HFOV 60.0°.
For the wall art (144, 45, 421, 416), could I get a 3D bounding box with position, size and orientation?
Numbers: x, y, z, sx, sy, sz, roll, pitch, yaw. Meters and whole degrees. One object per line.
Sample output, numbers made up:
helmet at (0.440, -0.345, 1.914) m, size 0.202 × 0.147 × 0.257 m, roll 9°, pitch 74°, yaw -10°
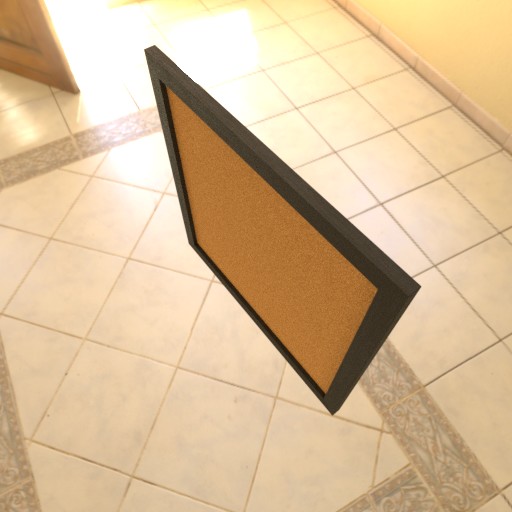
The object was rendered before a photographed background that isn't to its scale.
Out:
wall art at (0.000, 0.000, 1.509) m, size 0.038 × 1.016 × 1.016 m, roll -33°, pitch 64°, yaw -19°
